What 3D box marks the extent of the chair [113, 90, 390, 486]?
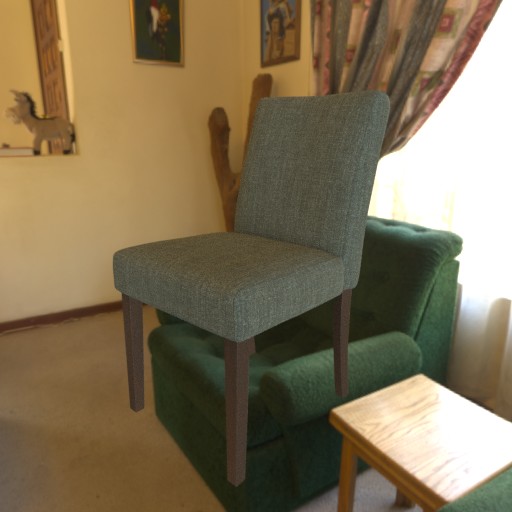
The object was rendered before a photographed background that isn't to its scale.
[{"bbox_3d":[0.000,0.000,1.240,0.487,0.884,0.629,14,21,41],"label":"chair"}]
